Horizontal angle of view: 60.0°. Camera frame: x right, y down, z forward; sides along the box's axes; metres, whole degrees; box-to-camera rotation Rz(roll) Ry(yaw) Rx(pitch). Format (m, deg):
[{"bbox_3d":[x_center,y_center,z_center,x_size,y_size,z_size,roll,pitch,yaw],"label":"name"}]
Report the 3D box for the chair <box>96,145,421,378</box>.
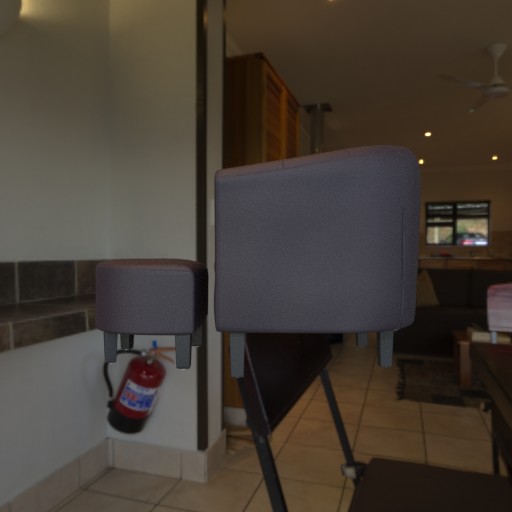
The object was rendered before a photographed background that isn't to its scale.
[{"bbox_3d":[0.000,0.000,1.686,1.191,0.760,0.763,0,0,-1],"label":"chair"}]
